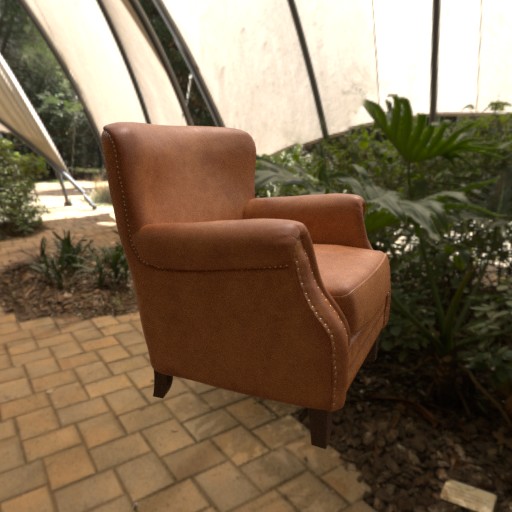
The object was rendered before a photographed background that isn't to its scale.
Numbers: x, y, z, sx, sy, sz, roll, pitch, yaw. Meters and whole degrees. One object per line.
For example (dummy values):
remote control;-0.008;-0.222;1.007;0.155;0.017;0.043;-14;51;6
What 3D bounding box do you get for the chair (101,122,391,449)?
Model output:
chair;0.000;0.000;1.626;0.921;0.936;0.861;7;16;26
